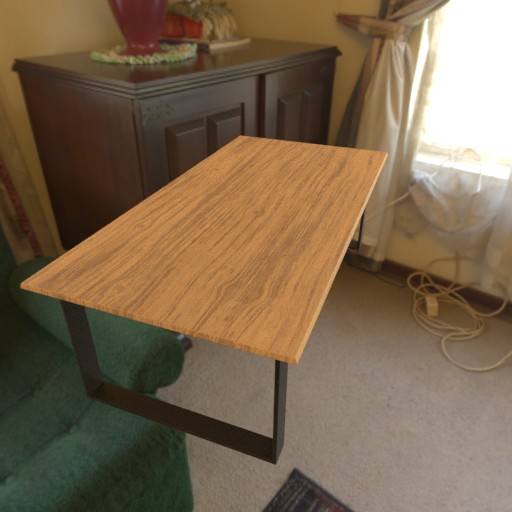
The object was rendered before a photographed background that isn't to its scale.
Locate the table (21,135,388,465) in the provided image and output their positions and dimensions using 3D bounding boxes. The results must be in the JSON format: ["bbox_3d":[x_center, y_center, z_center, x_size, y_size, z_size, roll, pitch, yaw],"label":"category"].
[{"bbox_3d":[0.000,0.000,1.595,0.693,0.445,1.331,12,33,18],"label":"table"}]
